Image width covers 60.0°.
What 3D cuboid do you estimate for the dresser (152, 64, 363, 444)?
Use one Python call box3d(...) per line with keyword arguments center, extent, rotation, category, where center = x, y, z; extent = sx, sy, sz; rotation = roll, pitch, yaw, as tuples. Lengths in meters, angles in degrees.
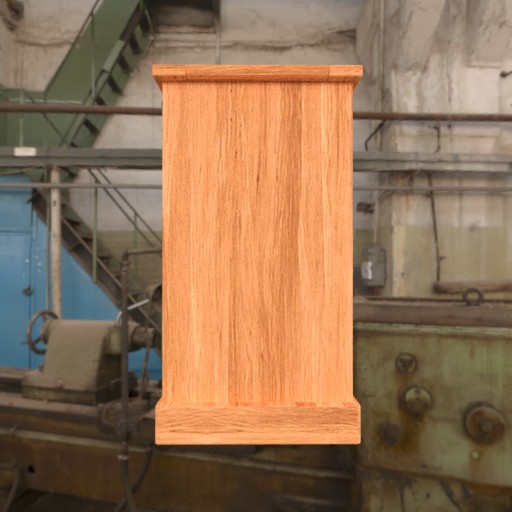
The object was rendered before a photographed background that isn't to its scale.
box3d(center=(0.000, 0.000, 1.352), extent=(0.410, 0.740, 0.990), rotation=(0, -1, 0), category="dresser")
